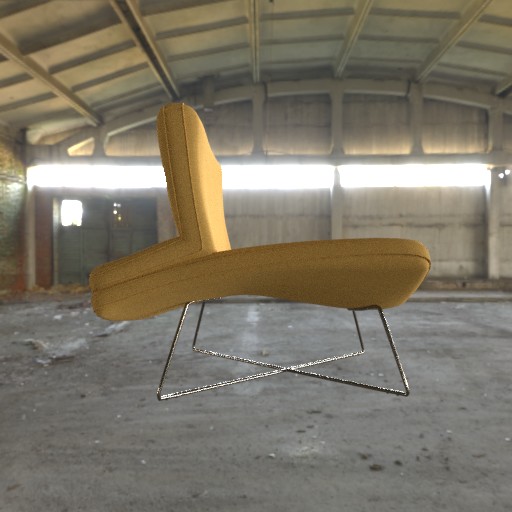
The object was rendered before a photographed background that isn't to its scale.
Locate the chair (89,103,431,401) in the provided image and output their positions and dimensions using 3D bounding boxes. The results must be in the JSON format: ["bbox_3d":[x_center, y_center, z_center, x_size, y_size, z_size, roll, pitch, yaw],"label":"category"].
[{"bbox_3d":[0.000,0.000,1.636,1.008,0.855,0.859,0,0,1],"label":"chair"}]
